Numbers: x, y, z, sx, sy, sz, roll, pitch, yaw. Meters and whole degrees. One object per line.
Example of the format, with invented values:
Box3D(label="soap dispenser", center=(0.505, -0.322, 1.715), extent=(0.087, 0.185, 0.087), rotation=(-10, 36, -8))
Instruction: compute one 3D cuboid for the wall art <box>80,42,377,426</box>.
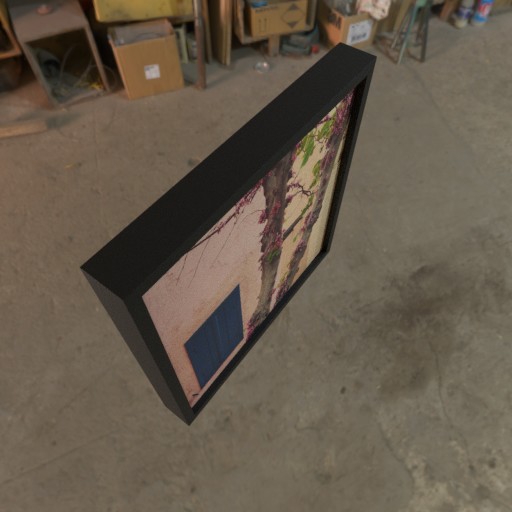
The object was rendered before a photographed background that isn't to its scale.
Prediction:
Box3D(label="wall art", center=(0.000, 0.000, 0.455), extent=(0.038, 0.304, 0.305), rotation=(32, 62, 20))
